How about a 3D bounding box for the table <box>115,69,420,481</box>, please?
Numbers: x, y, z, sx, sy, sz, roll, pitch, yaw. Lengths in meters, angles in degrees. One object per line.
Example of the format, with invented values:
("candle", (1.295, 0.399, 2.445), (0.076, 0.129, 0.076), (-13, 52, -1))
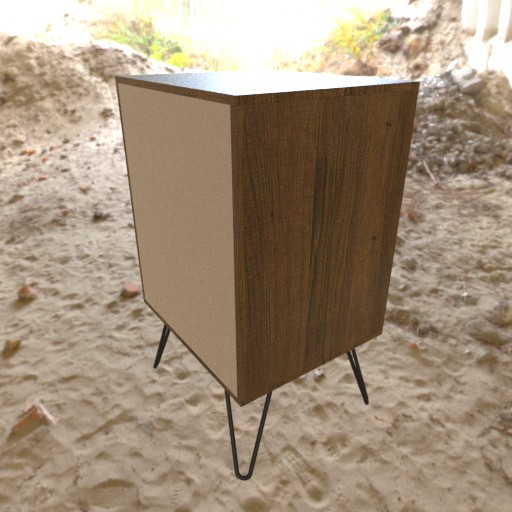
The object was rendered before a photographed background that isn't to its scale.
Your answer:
("table", (0.000, 0.000, 1.162), (0.457, 0.866, 0.526), (-17, 31, -32))
